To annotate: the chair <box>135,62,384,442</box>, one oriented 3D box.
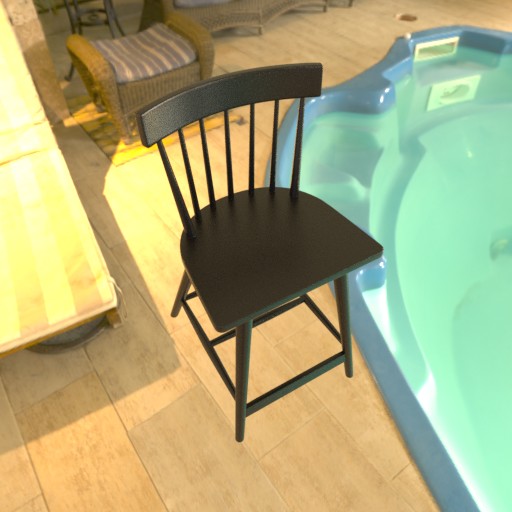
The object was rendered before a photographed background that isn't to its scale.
[{"bbox_3d":[0.000,0.000,1.286,0.483,0.952,0.572,-23,51,-20],"label":"chair"}]
